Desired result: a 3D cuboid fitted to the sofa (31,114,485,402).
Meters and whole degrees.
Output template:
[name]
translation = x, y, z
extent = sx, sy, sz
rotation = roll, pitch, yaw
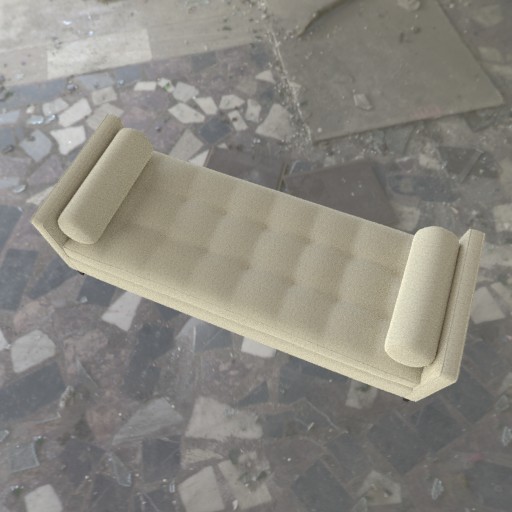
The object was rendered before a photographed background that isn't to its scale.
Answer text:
[sofa]
translation = 0.000, 0.000, 2.298
extent = 1.985, 0.641, 0.746
rotation = 20, 65, 10
